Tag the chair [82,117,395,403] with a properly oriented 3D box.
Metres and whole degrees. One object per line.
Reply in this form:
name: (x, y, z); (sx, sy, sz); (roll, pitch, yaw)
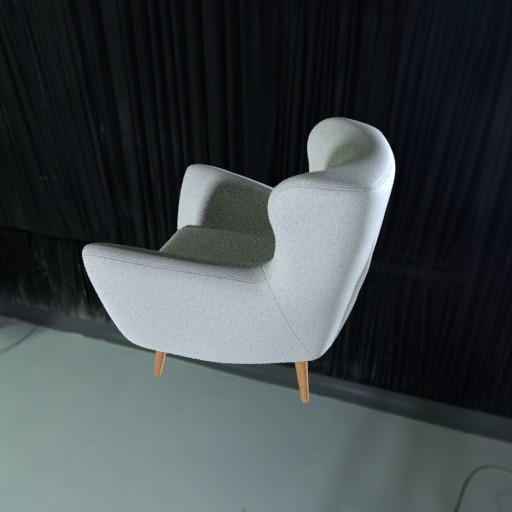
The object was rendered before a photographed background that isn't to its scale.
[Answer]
chair: (0.000, 0.000, 1.649); (0.889, 0.889, 0.890); (7, 30, 13)
